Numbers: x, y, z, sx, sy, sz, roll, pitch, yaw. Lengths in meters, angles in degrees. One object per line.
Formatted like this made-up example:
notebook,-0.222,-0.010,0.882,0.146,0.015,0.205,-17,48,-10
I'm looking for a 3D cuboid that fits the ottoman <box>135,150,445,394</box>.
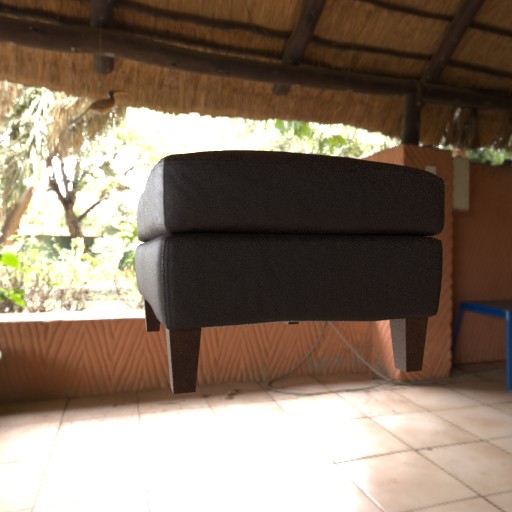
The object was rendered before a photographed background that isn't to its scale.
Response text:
ottoman,0.000,0.000,1.299,0.659,0.529,0.887,0,0,-18
